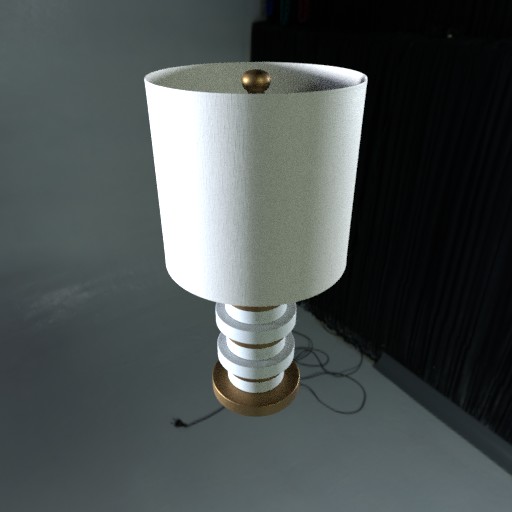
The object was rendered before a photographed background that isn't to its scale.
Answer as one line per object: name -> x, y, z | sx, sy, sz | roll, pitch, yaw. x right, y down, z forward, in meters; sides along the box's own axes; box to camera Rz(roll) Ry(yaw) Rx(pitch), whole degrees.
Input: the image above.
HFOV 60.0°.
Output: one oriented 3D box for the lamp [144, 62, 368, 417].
lamp -> 0.000, 0.000, 0.525 | 0.210, 0.410, 0.210 | -22, 36, -34
